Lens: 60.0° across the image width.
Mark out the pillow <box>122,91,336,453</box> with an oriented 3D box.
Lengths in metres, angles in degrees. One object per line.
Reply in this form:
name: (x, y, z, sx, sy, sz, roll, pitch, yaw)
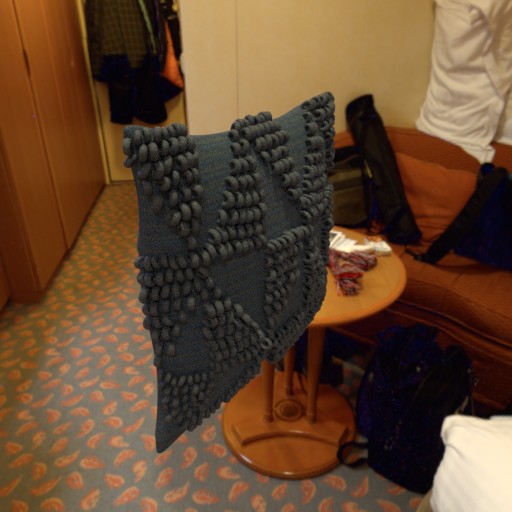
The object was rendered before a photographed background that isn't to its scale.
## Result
pillow: (0.000, 0.000, 0.713, 0.172, 0.466, 0.469, 17, 31, 31)
